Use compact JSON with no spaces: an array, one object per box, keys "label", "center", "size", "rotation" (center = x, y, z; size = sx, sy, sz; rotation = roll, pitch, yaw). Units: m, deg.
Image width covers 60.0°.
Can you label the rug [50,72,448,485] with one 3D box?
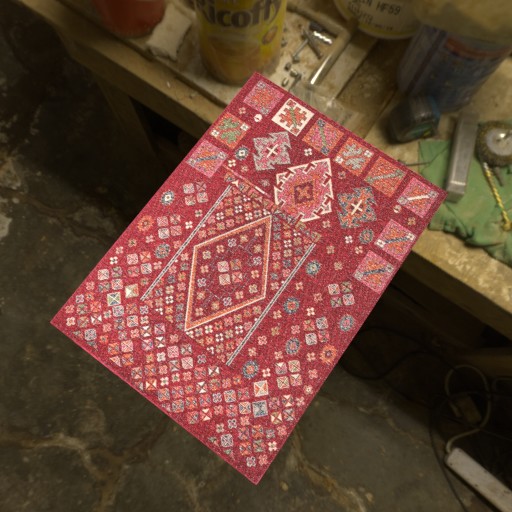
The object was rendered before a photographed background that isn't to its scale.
[{"label":"rug","center":[0.000,0.000,2.844],"size":[1.579,0.007,2.184],"rotation":[35,79,8]}]
